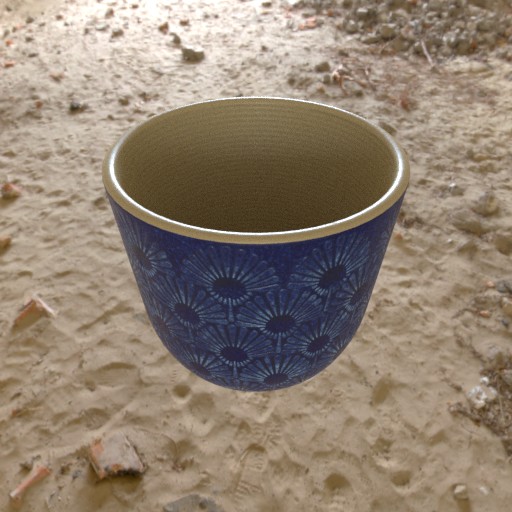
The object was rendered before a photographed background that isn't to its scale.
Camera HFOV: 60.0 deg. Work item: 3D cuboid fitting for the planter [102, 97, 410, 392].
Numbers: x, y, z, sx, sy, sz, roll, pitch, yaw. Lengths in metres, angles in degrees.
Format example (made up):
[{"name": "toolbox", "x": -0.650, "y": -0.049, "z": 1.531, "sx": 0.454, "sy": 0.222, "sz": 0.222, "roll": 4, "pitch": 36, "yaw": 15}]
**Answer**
[{"name": "planter", "x": 0.000, "y": 0.000, "z": 0.365, "sx": 0.206, "sy": 0.190, "sz": 0.206, "roll": 0, "pitch": 39, "yaw": 0}]
